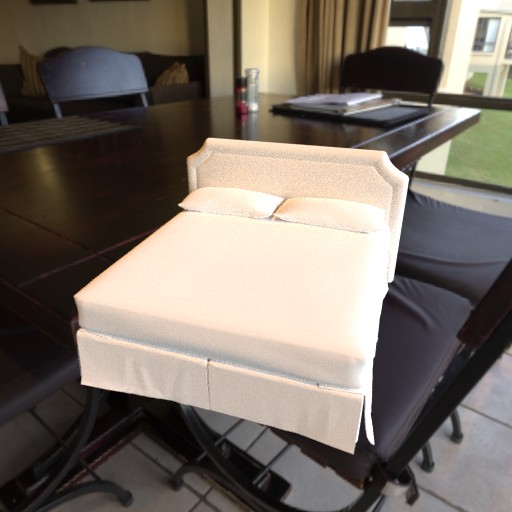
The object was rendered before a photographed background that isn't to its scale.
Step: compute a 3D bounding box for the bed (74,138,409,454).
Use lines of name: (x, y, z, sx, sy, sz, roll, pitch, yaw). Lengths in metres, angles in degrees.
bed: (0.000, 0.000, 3.522, 2.160, 1.301, 2.204, 9, 29, 16)
